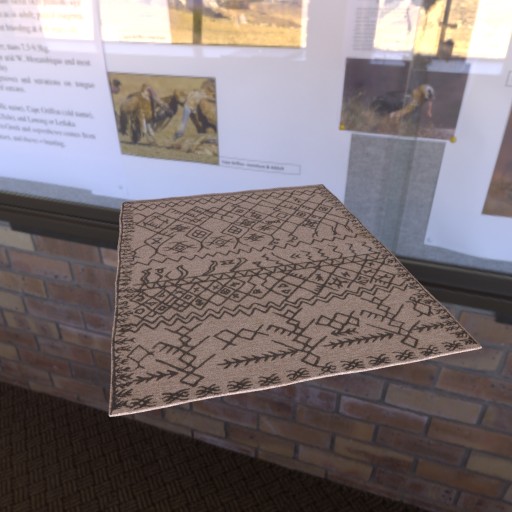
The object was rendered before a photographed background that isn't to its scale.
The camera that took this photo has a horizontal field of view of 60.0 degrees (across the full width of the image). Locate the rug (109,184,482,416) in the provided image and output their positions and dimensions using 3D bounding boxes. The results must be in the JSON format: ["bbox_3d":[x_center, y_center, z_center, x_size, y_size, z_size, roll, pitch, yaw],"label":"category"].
[{"bbox_3d":[0.000,0.000,3.220,1.964,0.025,2.455,-7,32,-11],"label":"rug"}]
